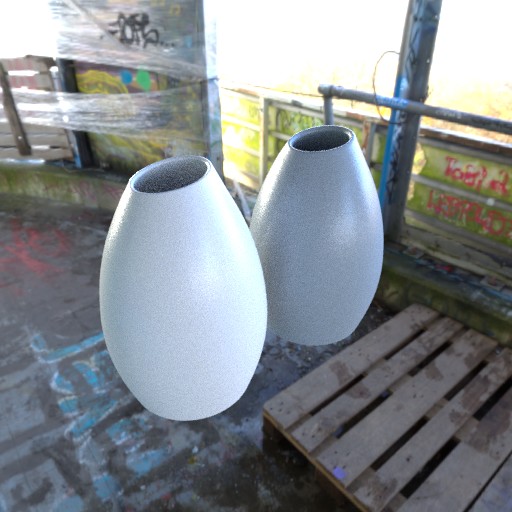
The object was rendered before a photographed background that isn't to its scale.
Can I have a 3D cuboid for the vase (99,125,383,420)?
[{"bbox_3d":[0.000,0.000,0.262,0.187,0.131,0.089,-21,37,-32],"label":"vase"}]
